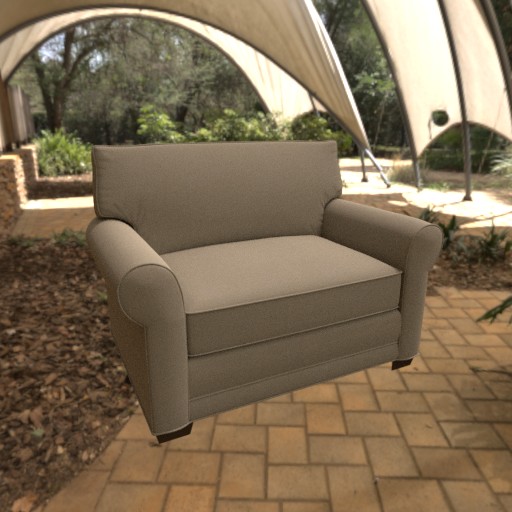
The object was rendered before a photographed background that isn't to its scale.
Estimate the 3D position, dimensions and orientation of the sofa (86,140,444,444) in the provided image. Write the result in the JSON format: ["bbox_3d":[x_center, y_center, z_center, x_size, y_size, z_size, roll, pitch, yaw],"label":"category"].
[{"bbox_3d":[0.000,0.000,2.058,1.405,1.006,0.937,-8,19,-25],"label":"sofa"}]
